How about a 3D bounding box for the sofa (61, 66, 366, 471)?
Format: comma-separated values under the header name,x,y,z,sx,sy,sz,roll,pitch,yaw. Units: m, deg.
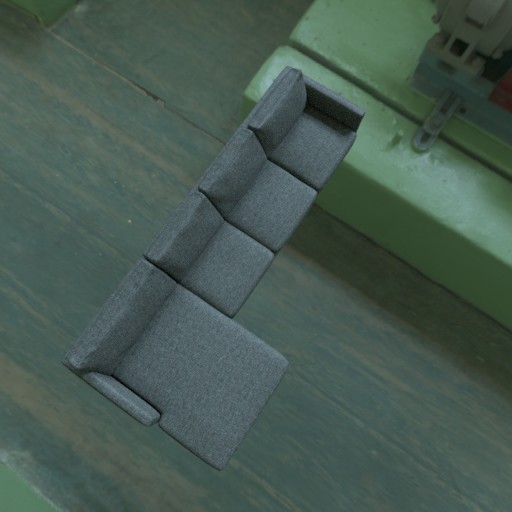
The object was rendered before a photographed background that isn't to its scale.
name,x,y,z,sx,sy,sz,roll,pitch,yaw
sofa,0.000,0.000,4.157,1.635,0.960,3.485,33,78,8
